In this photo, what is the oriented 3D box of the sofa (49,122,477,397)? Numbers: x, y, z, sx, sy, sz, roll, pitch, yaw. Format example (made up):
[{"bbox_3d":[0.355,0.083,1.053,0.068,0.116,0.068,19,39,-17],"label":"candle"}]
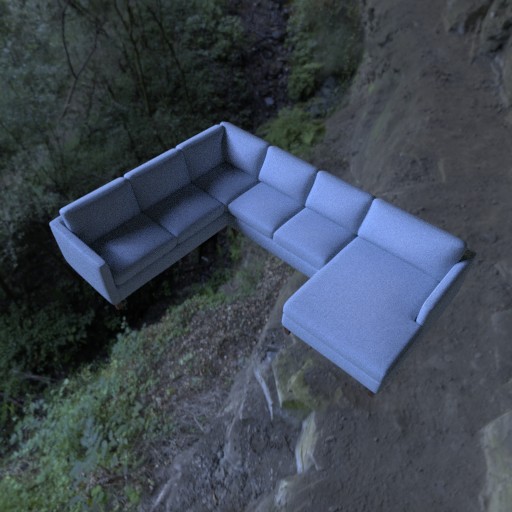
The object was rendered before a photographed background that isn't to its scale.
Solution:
[{"bbox_3d":[0.000,0.000,4.487,3.403,0.889,2.551,34,55,27],"label":"sofa"}]
